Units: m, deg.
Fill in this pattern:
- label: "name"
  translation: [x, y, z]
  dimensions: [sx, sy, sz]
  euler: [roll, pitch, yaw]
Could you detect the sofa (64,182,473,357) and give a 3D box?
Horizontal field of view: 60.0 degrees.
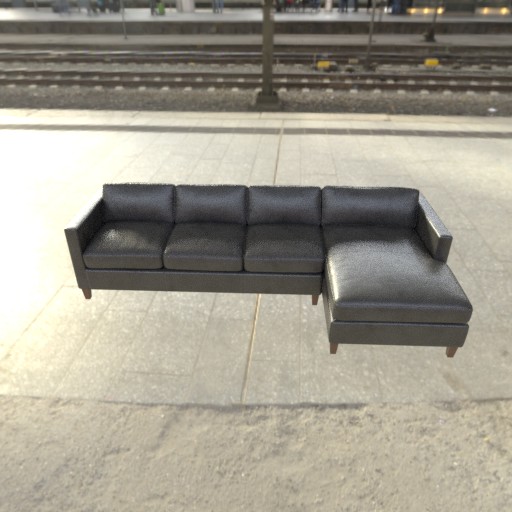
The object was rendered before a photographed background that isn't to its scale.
- label: "sofa"
  translation: [0.000, 0.000, 3.893]
  dimensions: [3.203, 0.883, 1.581]
  euler: [1, 31, 2]
